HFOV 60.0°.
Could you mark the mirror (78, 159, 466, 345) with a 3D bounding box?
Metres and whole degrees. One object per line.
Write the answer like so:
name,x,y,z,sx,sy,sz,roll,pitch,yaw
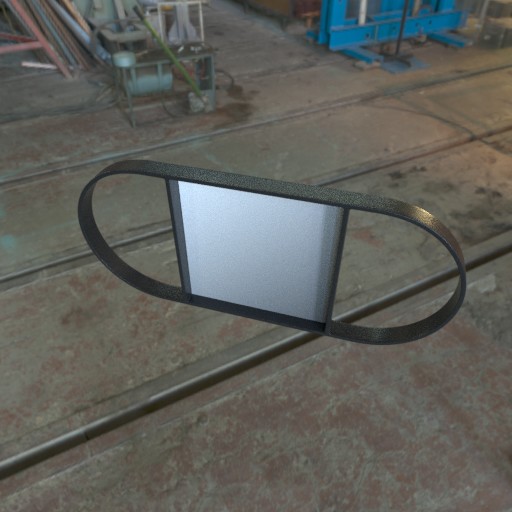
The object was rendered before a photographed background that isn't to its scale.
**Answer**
mirror,0.000,0.000,0.666,0.584,0.254,0.032,11,42,12
